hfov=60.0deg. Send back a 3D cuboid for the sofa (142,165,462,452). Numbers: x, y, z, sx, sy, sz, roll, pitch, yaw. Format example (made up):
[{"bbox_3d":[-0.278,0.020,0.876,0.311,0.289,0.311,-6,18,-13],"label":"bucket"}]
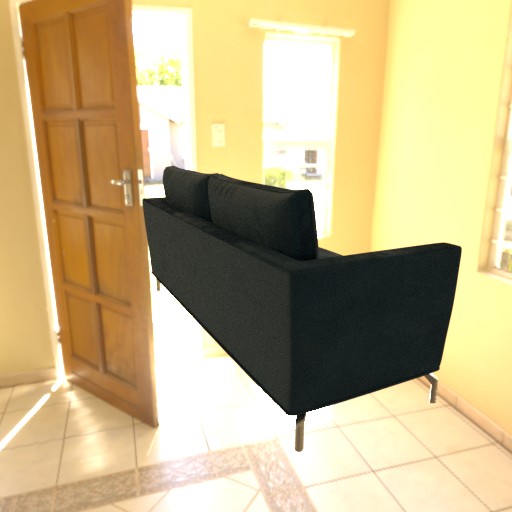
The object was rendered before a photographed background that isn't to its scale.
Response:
[{"bbox_3d":[0.000,0.000,2.680,0.853,0.998,2.212,-7,16,-26],"label":"sofa"}]
